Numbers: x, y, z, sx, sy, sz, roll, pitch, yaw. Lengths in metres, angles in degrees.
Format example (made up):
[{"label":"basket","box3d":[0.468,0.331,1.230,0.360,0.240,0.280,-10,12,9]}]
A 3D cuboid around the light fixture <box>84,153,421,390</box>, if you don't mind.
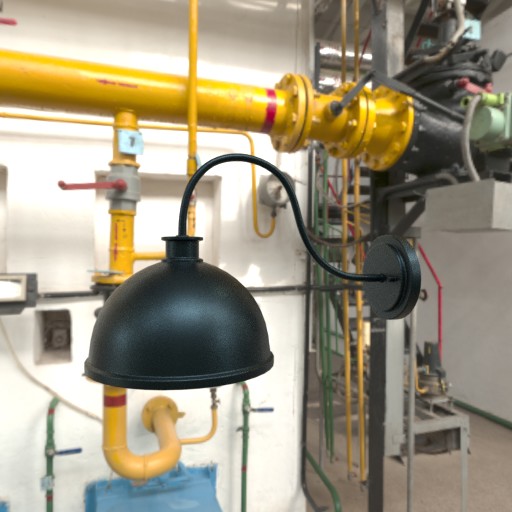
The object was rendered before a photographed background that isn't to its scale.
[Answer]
[{"label":"light fixture","box3d":[0.000,0.000,0.644,0.467,0.295,0.253,0,0,-18]}]
